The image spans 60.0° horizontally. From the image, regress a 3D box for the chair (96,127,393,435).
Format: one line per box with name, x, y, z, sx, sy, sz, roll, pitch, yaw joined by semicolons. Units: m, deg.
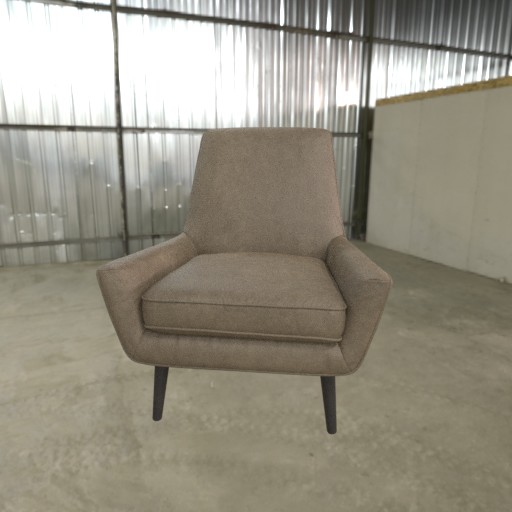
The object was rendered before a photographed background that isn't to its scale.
chair;0.000;0.000;1.536;0.787;0.888;0.824;2;14;7
